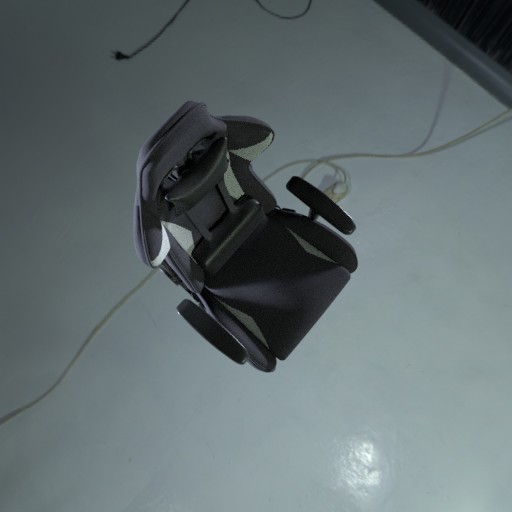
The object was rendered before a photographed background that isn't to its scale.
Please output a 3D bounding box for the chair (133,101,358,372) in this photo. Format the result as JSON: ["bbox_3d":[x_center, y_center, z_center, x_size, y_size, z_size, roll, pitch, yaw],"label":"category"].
[{"bbox_3d":[0.000,0.000,1.721,0.695,1.300,0.730,39,80,9],"label":"chair"}]
